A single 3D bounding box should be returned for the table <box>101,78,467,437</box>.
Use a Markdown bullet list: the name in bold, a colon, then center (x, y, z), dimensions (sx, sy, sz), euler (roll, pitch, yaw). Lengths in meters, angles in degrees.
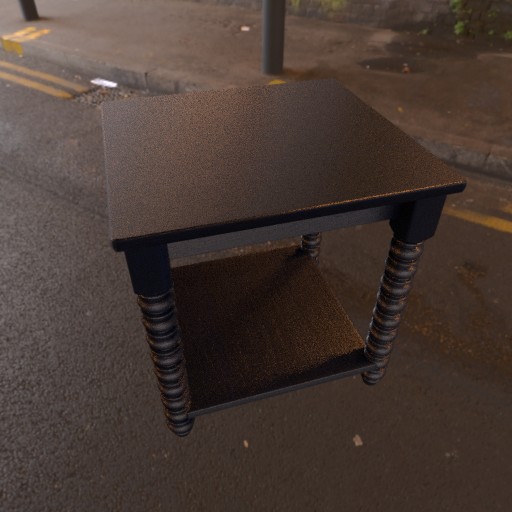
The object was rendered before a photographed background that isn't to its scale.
- **table**: center (0.000, 0.000, 0.980), dimensions (0.533, 0.567, 0.500), euler (-11, 41, -13)
